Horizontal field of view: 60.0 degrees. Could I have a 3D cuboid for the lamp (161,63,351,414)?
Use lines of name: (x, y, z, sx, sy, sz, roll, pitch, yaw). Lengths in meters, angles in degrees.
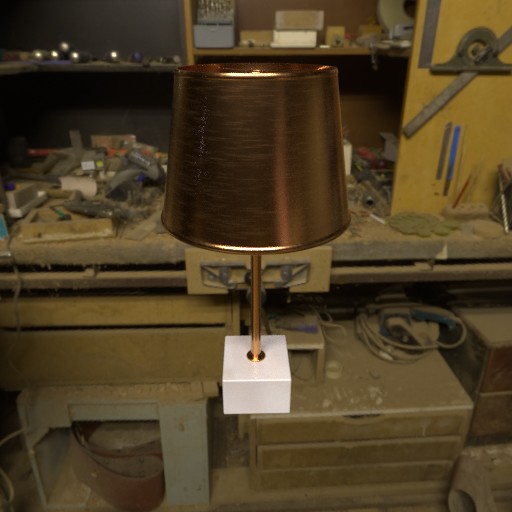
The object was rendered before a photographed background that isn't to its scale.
lamp: (0.000, 0.000, 0.518, 0.208, 0.406, 0.208, 0, 26, 0)
